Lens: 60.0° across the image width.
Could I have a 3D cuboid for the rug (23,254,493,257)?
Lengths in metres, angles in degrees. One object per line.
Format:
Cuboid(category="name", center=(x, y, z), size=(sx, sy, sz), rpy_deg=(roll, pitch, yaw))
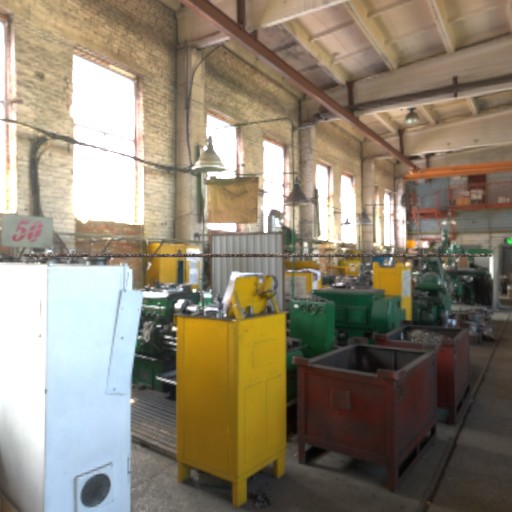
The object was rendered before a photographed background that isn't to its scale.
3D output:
Cuboid(category="rug", center=(0.000, 0.000, 2.283), size=(1.814, 0.012, 1.186), rpy_deg=(0, 0, -1))
